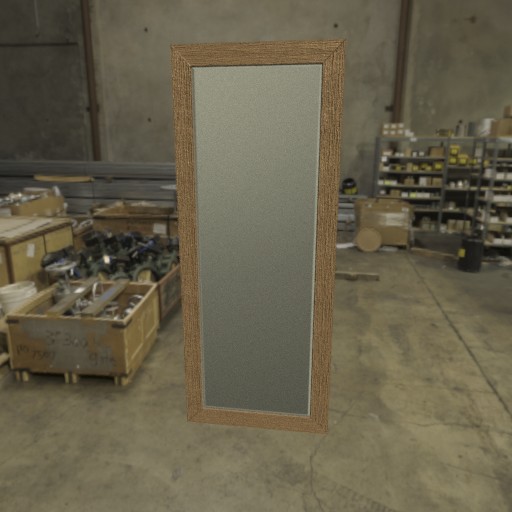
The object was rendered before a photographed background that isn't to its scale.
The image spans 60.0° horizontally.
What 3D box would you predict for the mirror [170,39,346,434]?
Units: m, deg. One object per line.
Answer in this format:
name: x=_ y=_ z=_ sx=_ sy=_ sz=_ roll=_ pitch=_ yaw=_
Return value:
mirror: x=0.000 y=0.000 z=2.296 sx=0.812 sy=2.031 sz=0.026 roll=2 pitch=15 yaw=8
